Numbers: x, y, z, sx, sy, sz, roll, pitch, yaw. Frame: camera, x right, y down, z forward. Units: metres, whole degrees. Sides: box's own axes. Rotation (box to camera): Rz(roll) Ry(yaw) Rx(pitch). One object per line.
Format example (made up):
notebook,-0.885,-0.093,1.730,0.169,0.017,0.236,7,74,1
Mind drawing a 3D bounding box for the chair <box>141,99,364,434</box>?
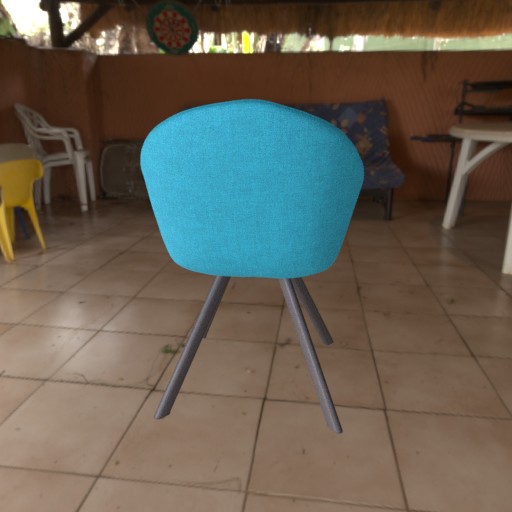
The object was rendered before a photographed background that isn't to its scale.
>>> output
chair,0.000,0.000,1.190,0.545,0.775,0.565,2,18,6
